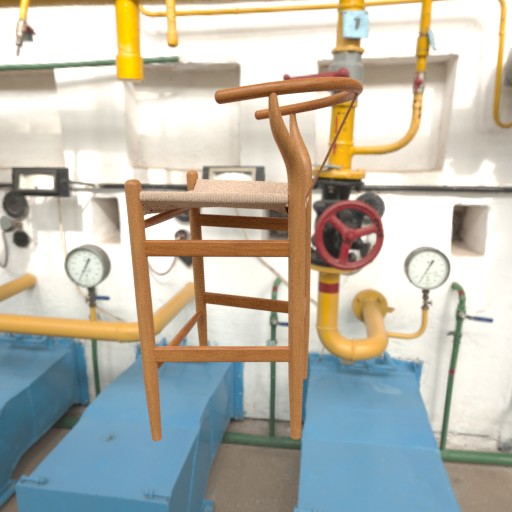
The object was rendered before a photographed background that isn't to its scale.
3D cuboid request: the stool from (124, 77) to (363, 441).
[{"bbox_3d":[0.000,0.000,1.344,0.579,0.970,0.569,2,14,9],"label":"stool"}]
